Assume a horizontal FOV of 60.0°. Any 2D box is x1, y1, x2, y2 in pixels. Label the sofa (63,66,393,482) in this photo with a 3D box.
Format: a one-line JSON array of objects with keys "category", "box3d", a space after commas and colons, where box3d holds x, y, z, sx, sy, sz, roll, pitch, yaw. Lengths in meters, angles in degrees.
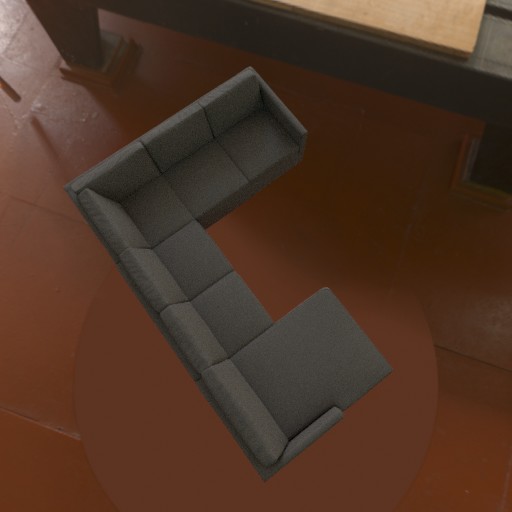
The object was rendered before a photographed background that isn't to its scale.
[{"category": "sofa", "box3d": [0.000, 0.000, 4.633, 2.476, 0.878, 3.528, -36, 79, -8]}]
